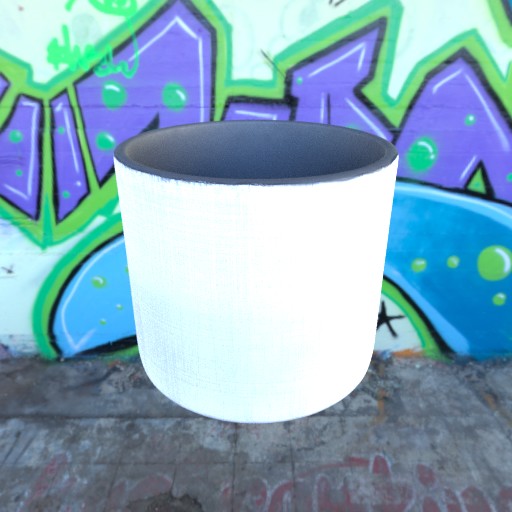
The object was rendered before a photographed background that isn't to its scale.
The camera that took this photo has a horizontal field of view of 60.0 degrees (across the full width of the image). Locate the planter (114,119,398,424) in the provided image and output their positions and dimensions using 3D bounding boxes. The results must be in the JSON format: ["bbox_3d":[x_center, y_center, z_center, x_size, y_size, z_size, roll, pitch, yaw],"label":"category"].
[{"bbox_3d":[0.000,0.000,0.394,0.221,0.201,0.221,0,26,0],"label":"planter"}]
